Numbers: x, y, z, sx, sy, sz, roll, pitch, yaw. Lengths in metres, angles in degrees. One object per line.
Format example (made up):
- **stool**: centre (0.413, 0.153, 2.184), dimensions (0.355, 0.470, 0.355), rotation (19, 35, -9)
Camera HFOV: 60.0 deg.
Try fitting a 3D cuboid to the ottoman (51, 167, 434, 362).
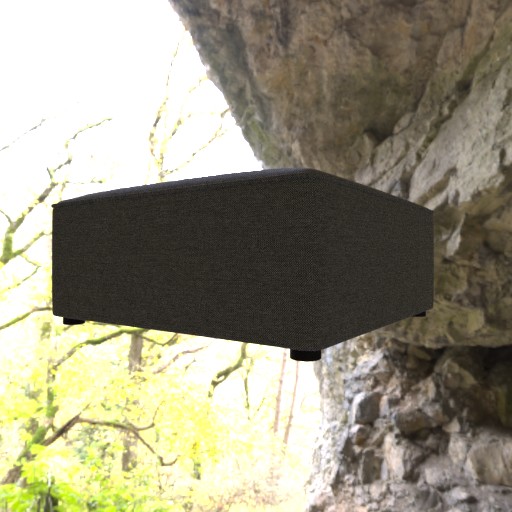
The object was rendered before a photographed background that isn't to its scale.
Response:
- **ottoman**: centre (0.000, 0.000, 1.589), dimensions (1.005, 0.455, 1.005), rotation (0, 0, 35)
